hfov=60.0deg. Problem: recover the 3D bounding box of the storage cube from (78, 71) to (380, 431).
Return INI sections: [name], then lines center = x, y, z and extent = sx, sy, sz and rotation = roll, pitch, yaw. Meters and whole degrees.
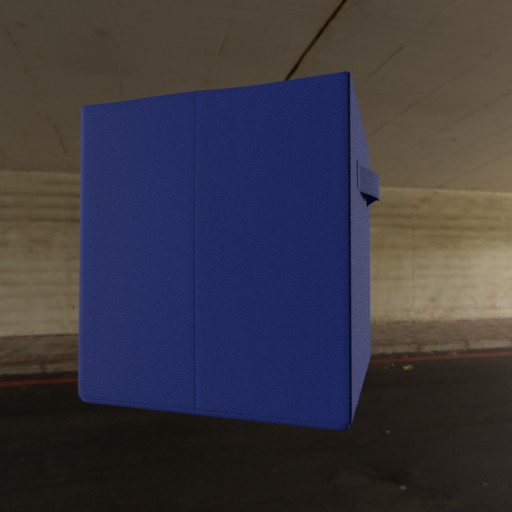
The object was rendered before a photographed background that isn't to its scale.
[storage cube]
center = 0.000, 0.000, 0.502
extent = 0.270, 0.280, 0.270
rotation = 0, -1, 18
